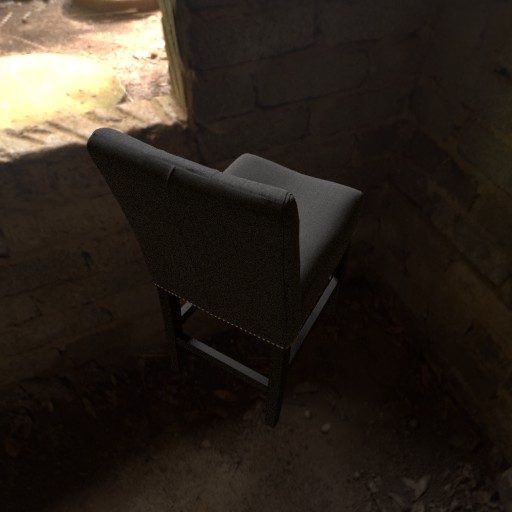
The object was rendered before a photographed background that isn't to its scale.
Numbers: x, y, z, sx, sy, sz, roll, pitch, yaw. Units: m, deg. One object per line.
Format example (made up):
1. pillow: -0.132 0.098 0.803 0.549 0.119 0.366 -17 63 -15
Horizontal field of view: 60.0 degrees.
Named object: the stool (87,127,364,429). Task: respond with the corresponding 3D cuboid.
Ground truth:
1. stool: 0.000 0.000 1.205 0.427 0.885 0.571 23 50 21
